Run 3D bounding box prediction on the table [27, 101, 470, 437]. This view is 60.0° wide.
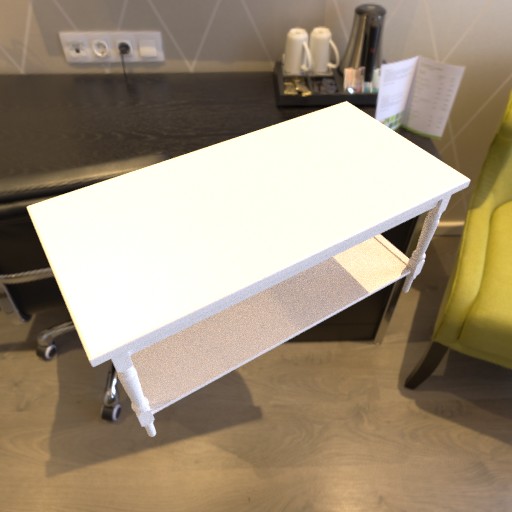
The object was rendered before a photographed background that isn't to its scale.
[{"bbox_3d":[0.000,0.000,1.410,1.107,0.510,0.550,-24,51,-21],"label":"table"}]
